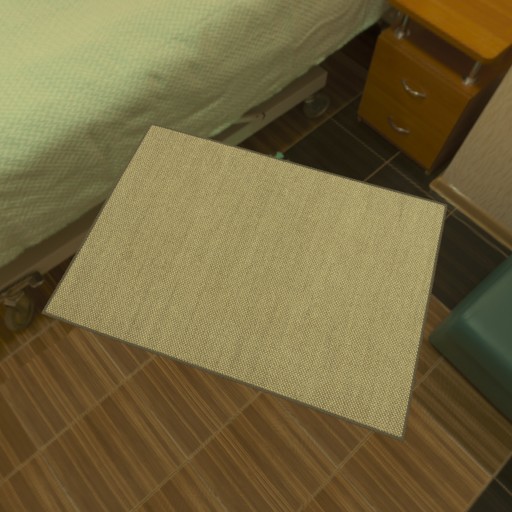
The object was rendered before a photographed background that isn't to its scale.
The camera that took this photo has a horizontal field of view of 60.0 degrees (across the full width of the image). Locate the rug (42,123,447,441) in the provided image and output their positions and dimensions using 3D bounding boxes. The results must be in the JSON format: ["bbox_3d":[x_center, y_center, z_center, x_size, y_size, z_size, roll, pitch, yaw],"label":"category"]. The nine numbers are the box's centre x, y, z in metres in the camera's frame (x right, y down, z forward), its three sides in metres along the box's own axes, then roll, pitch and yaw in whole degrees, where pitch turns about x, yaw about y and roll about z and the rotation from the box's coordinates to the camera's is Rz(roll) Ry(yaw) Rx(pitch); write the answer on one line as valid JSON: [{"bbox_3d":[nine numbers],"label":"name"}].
[{"bbox_3d":[0.000,0.000,2.741,2.133,0.012,1.523,17,66,8],"label":"rug"}]
